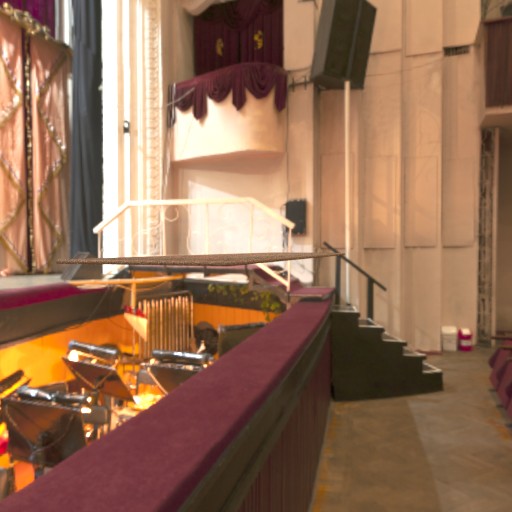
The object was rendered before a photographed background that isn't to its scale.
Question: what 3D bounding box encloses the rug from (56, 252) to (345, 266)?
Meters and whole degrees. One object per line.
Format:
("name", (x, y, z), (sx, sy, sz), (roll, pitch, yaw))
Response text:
("rug", (0.000, 0.000, 2.508), (0.659, 0.019, 2.297), (0, 1, 20))
